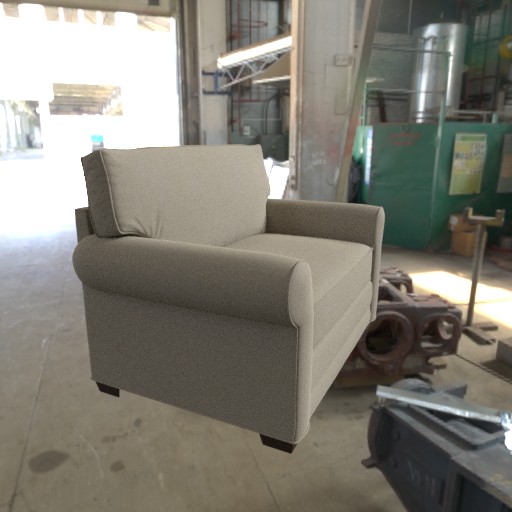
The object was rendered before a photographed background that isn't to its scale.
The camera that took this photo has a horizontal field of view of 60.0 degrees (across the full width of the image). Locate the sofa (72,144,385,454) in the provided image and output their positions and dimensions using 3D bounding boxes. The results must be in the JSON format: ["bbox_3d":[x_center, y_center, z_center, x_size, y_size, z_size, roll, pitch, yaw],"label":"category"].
[{"bbox_3d":[0.000,0.000,2.078,0.937,1.006,1.405,7,16,25],"label":"sofa"}]
